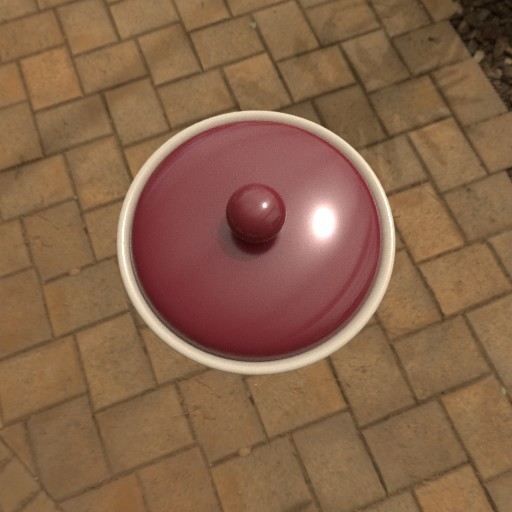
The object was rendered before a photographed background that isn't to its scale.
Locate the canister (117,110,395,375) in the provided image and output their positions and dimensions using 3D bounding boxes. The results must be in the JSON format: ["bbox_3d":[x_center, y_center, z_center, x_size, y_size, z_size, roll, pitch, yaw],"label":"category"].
[{"bbox_3d":[0.000,0.000,0.346,0.182,0.208,0.182,0,74,0],"label":"canister"}]
